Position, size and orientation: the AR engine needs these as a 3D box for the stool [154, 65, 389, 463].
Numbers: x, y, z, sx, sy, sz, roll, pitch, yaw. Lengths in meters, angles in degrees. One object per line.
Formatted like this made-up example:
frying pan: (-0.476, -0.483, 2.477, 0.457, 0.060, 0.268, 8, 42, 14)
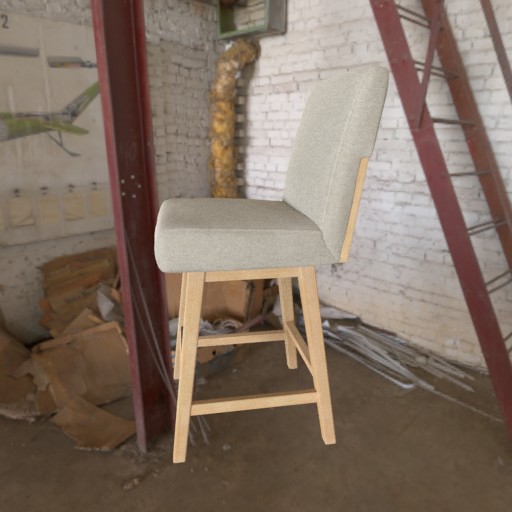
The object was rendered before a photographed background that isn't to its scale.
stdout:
stool: (0.000, 0.000, 1.401, 0.606, 1.085, 0.507, -3, 16, -10)
